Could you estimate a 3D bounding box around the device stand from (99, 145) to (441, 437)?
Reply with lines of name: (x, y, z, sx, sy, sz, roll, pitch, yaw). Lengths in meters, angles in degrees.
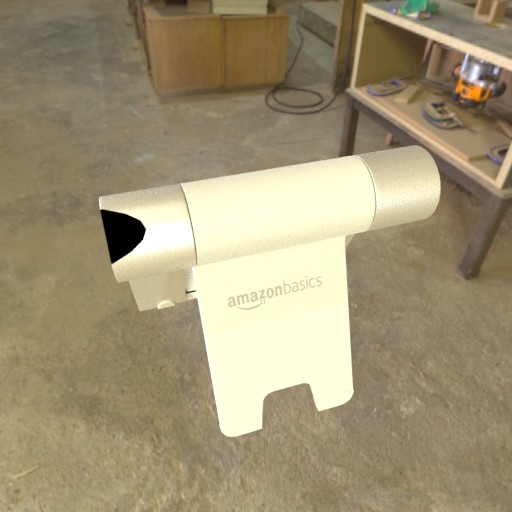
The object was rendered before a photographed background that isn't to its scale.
device stand: (0.000, 0.000, 0.151, 0.086, 0.084, 0.079, -12, 43, -13)
